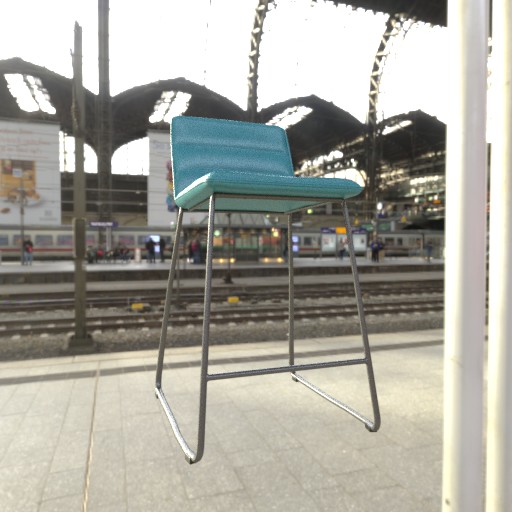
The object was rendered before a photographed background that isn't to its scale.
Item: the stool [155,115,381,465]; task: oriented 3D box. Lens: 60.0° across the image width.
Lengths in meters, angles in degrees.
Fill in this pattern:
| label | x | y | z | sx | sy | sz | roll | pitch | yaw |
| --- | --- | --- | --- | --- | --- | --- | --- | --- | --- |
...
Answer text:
| label | x | y | z | sx | sy | sz | roll | pitch | yaw |
| --- | --- | --- | --- | --- | --- | --- | --- | --- | --- |
| stool | 0.000 | 0.000 | 1.222 | 0.489 | 0.866 | 0.524 | 0 | 1 | -21 |
